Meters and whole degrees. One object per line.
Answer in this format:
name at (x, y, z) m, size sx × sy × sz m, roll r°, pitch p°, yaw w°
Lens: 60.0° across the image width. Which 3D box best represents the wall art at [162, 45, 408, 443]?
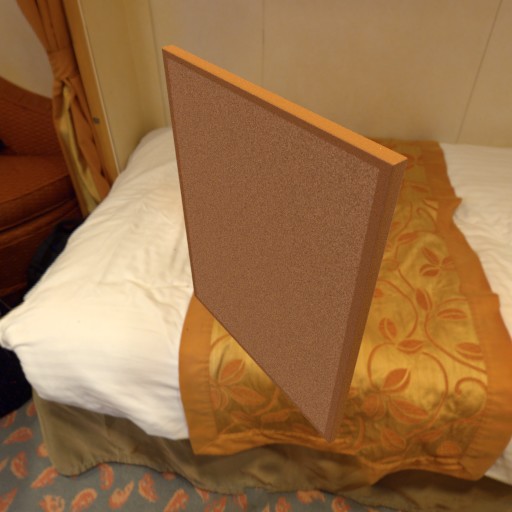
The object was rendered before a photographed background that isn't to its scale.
wall art at (0.000, 0.000, 0.503) m, size 0.015 × 0.379 × 0.310 m, roll -27°, pitch 48°, yaw -27°
